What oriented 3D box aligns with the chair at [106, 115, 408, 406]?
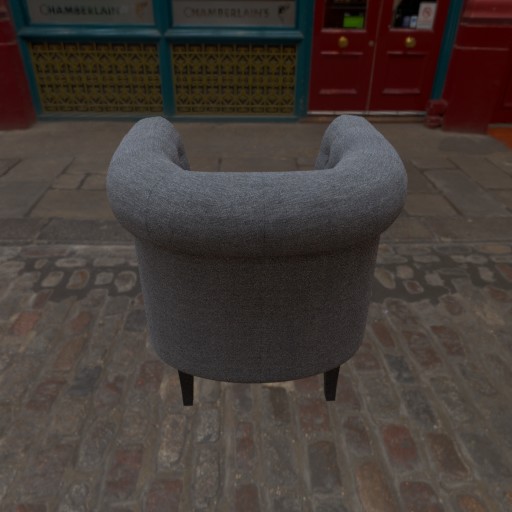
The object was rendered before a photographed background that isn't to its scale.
[{"bbox_3d":[0.000,0.000,1.534,0.905,0.827,0.852,-1,30,-2],"label":"chair"}]
